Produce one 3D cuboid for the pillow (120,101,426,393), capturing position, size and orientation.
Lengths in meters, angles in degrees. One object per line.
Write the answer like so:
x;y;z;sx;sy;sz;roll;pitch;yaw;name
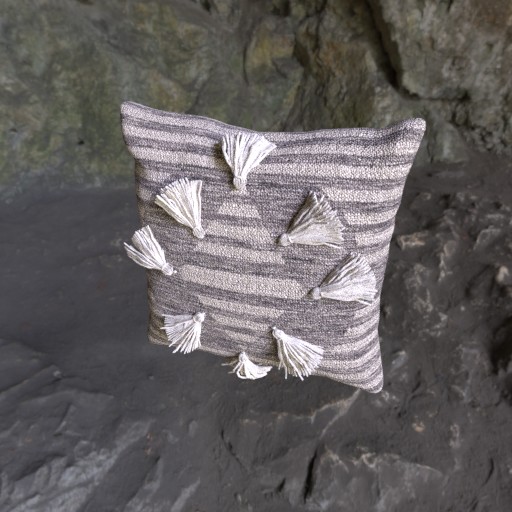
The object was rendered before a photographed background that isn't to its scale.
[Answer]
0.000;0.000;0.769;0.484;0.490;0.234;8;28;16;pillow
